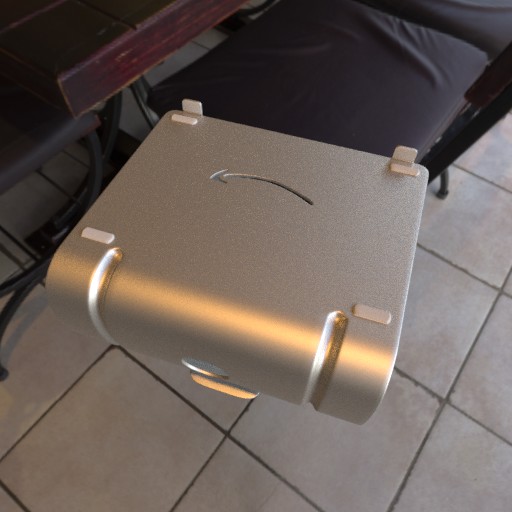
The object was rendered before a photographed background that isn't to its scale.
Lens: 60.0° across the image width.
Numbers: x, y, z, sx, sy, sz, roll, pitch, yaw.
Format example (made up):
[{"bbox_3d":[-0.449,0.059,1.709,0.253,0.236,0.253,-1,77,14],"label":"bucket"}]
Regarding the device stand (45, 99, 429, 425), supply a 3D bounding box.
[{"bbox_3d":[0.000,0.000,0.399,0.256,0.155,0.236,15,59,10],"label":"device stand"}]
